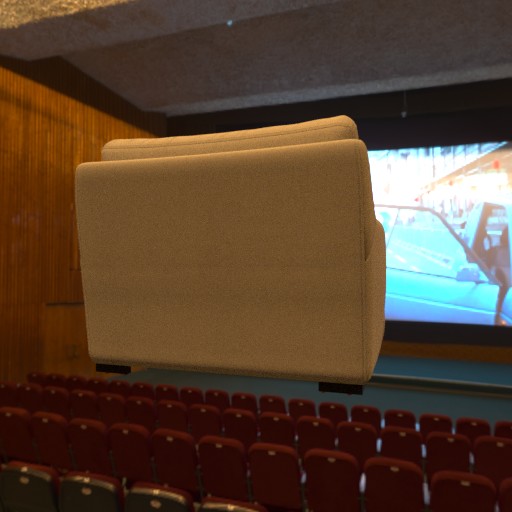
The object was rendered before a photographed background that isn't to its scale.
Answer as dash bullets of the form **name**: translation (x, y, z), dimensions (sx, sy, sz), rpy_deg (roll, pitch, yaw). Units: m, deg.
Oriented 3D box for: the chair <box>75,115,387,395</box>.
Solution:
- **chair**: translation (0.000, 0.000, 2.009), dimensions (1.140, 0.930, 1.158), rpy_deg (0, -2, 18)
